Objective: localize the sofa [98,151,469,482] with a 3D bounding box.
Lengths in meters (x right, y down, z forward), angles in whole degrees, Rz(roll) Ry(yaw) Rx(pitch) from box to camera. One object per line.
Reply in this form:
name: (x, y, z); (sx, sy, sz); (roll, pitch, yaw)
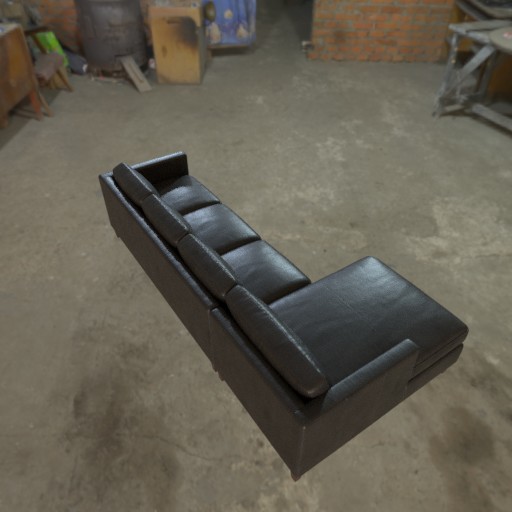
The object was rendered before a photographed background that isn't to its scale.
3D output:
sofa: (0.000, 0.000, 3.860); (1.581, 0.883, 3.203); (-24, 45, -26)
